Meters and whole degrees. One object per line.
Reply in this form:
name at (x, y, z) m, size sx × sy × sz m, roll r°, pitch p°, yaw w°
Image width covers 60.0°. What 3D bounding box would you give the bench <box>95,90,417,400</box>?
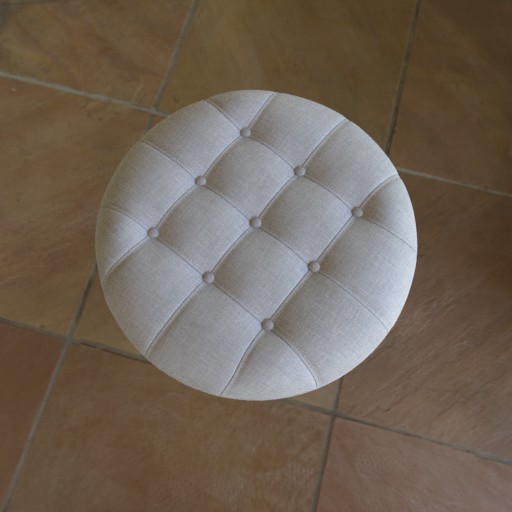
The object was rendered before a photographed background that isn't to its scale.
bench at (0.000, 0.000, 0.979) m, size 0.600 × 0.453 × 0.600 m, roll 0°, pitch 74°, yaw 0°
